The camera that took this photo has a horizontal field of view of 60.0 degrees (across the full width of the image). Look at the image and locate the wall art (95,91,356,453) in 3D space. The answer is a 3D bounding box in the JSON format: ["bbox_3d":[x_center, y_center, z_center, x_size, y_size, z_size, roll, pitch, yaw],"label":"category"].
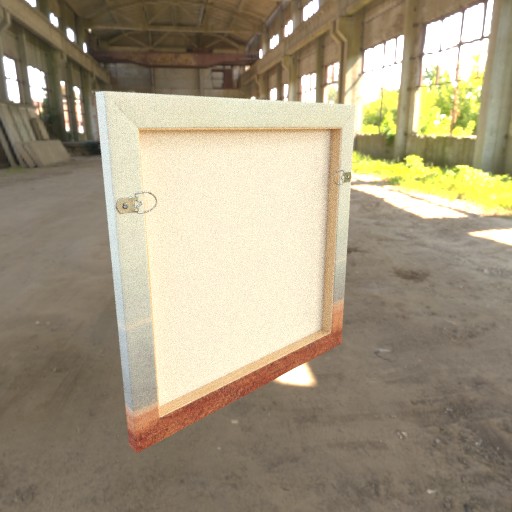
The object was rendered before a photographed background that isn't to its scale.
[{"bbox_3d":[0.000,0.000,0.609,0.405,0.405,0.023,-15,22,-41],"label":"wall art"}]
